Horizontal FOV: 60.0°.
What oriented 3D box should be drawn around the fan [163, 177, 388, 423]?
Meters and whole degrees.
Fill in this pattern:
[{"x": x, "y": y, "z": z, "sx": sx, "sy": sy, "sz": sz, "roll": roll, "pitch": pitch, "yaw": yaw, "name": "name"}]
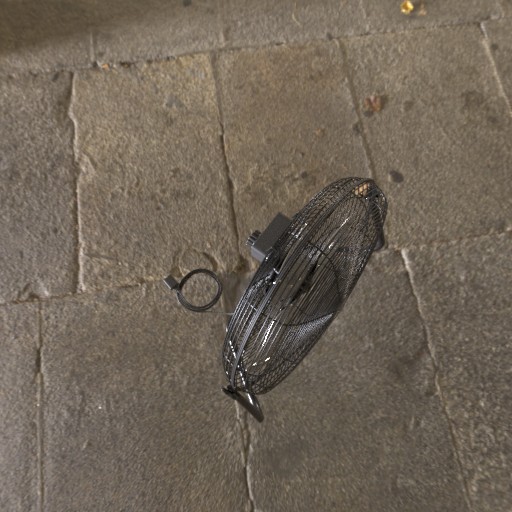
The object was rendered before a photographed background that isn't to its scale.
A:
[{"x": 0.000, "y": 0.000, "z": 1.023, "sx": 0.470, "sy": 0.605, "sz": 0.595, "roll": 35, "pitch": 77, "yaw": 10, "name": "fan"}]
